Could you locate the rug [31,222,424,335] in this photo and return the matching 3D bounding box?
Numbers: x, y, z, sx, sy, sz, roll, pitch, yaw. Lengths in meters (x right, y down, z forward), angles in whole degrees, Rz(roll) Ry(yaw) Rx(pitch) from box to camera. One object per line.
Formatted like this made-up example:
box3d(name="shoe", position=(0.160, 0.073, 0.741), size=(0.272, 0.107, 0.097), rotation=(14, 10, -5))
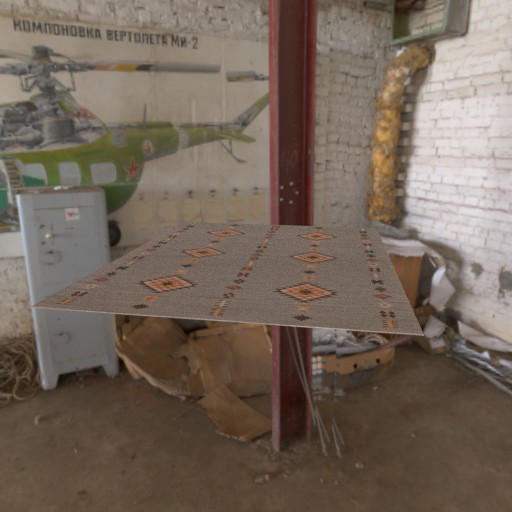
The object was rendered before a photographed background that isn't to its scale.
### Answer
box3d(name="rug", position=(0.000, 0.000, 4.099), size=(2.425, 0.008, 3.035), rotation=(3, 15, 10))
